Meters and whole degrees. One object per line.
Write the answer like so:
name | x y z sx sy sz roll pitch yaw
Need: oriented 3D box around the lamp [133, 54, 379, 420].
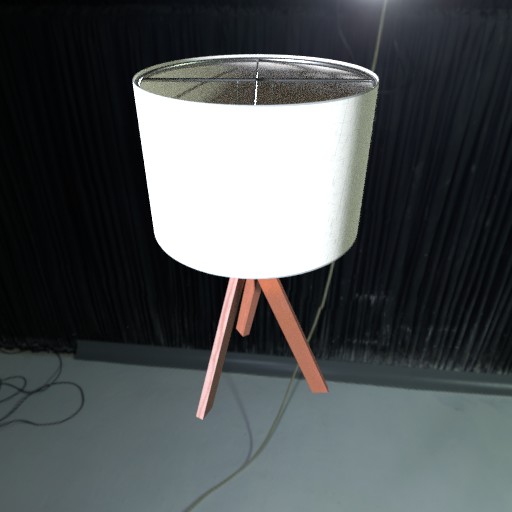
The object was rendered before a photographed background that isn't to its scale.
lamp | 0.000 0.000 0.887 0.380 0.686 0.380 1 33 1
